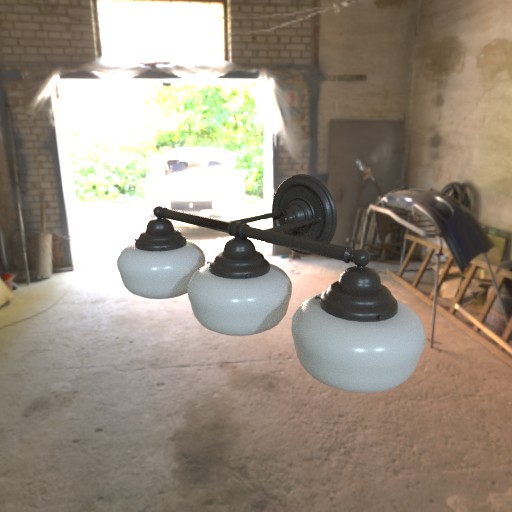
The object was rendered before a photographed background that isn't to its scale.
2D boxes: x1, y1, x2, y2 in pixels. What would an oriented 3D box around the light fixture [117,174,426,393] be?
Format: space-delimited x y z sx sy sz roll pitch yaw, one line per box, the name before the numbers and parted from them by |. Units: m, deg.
light fixture | 0.000 0.000 0.714 0.587 0.242 0.239 15 23 41
